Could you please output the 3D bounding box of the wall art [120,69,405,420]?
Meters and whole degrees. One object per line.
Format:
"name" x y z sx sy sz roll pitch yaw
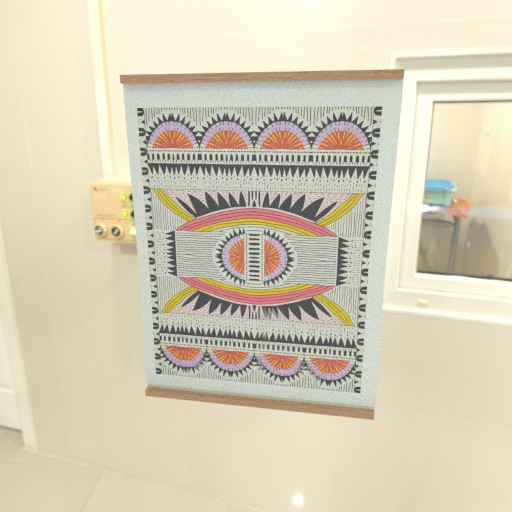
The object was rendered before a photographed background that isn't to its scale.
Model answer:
"wall art" 0.000 0.000 0.795 0.456 0.609 0.028 3 17 9
